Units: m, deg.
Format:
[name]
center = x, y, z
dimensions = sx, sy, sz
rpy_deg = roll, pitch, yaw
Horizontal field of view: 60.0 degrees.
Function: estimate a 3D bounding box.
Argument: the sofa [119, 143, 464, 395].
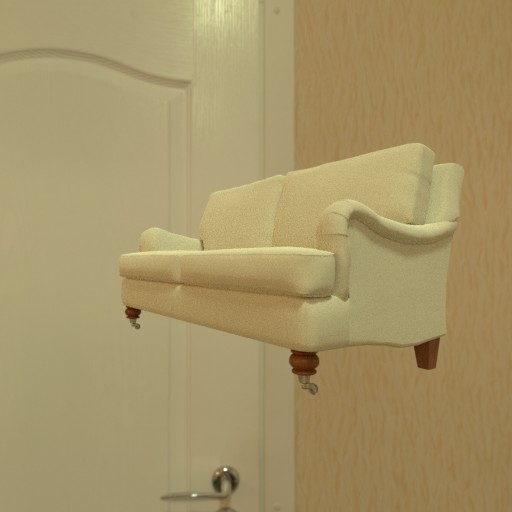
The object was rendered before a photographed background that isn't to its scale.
[sofa]
center = 0.000, 0.000, 2.746
dimensions = 1.086, 1.087, 2.159
rpy_deg = 0, 0, -35
